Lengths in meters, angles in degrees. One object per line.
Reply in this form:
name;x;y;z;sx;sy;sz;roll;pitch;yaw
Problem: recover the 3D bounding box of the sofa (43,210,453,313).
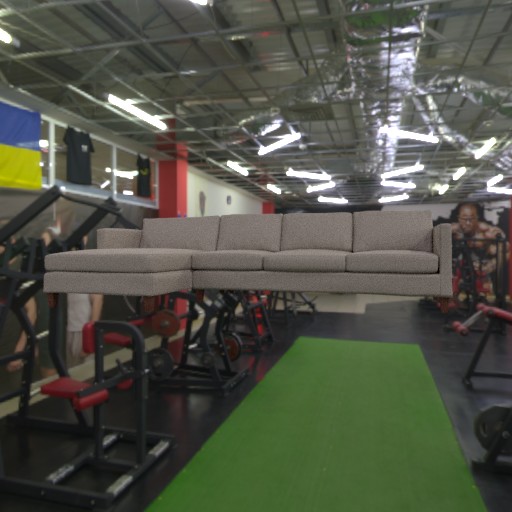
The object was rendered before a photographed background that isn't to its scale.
sofa;0.000;0.000;3.922;3.186;0.846;1.625;0;1;18
